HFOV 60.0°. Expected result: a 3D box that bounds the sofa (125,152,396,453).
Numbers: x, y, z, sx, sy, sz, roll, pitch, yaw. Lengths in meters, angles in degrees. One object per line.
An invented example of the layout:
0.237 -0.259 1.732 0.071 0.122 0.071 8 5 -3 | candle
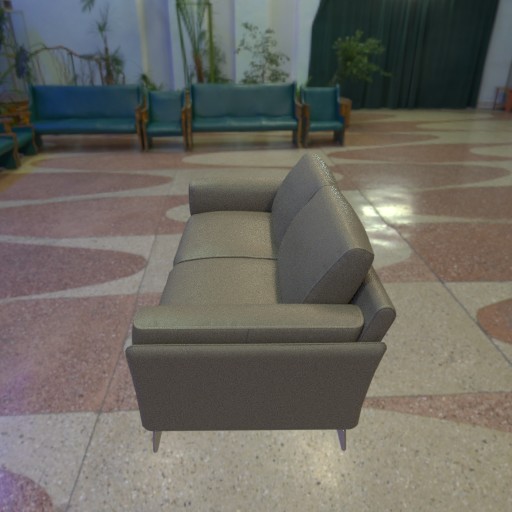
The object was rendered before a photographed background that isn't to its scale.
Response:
0.000 0.000 2.674 1.049 0.930 2.101 0 27 -1 | sofa
